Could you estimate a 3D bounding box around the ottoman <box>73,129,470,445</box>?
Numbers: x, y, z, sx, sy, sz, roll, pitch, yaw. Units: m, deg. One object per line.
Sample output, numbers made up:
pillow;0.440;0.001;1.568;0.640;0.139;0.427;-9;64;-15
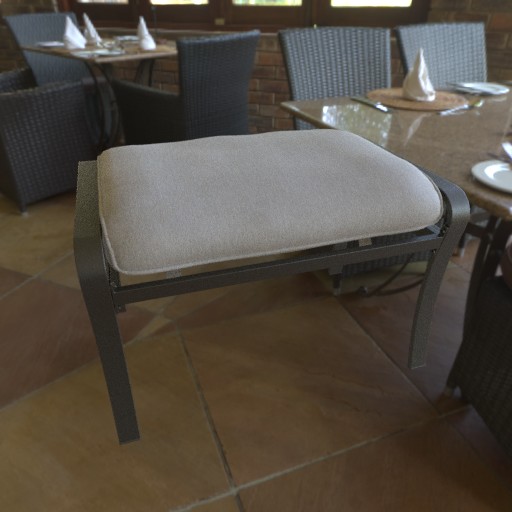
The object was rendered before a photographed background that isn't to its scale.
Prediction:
ottoman;0.000;0.000;0.883;0.610;0.422;0.406;-9;32;-15
